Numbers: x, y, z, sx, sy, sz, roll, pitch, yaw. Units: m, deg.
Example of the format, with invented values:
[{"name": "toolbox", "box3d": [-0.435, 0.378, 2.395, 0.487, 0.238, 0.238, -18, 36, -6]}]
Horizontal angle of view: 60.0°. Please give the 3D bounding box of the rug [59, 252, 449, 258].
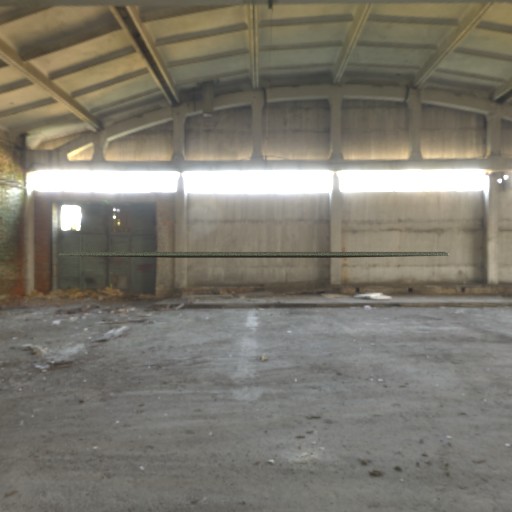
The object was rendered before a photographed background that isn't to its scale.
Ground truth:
[{"name": "rug", "box3d": [0.000, 0.000, 2.296, 1.219, 0.012, 1.840, 0, 0, 0]}]
